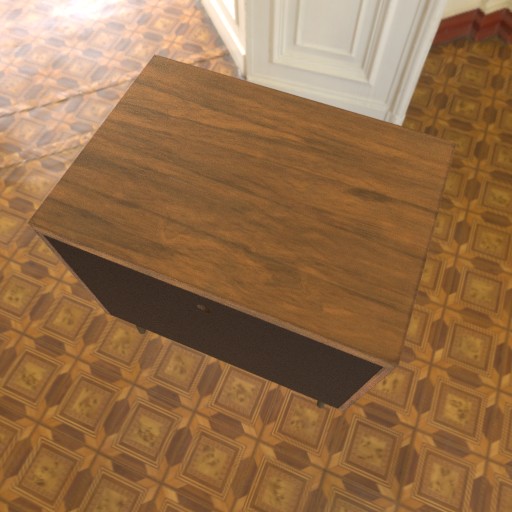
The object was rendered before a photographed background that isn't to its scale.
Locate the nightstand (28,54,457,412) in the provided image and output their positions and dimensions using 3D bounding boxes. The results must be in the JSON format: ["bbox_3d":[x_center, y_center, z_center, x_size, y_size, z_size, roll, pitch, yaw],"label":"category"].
[{"bbox_3d":[0.000,0.000,1.030,0.610,0.610,0.458,20,65,10],"label":"nightstand"}]
